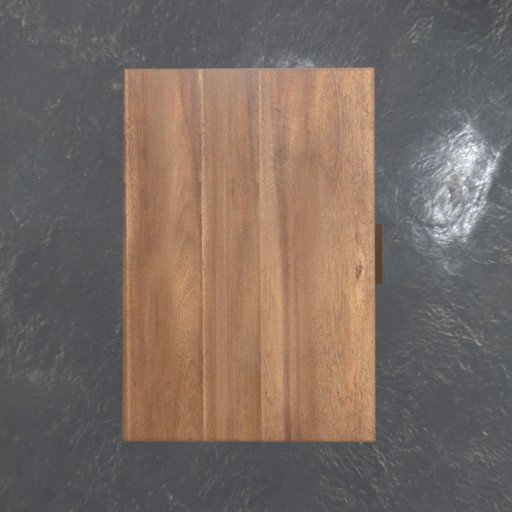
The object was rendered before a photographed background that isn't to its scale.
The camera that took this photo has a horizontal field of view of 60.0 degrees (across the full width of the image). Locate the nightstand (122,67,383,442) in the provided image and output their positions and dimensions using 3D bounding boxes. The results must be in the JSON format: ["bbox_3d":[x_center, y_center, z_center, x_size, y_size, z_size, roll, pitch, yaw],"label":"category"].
[{"bbox_3d":[0.000,0.000,1.021,0.427,0.611,0.605,0,89,1],"label":"nightstand"}]
